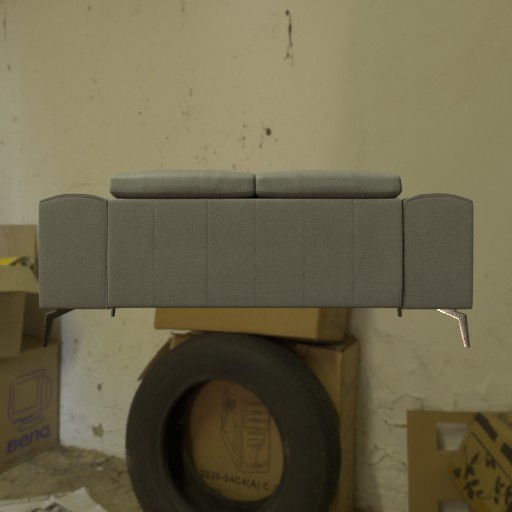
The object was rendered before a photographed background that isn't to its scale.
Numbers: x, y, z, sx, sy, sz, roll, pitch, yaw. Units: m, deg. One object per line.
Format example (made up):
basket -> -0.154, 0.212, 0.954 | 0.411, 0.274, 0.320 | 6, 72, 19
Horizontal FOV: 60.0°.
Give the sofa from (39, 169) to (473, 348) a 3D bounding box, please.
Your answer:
sofa -> 0.000, 0.000, 2.382 | 1.895, 0.779, 1.003 | 0, 0, 0
